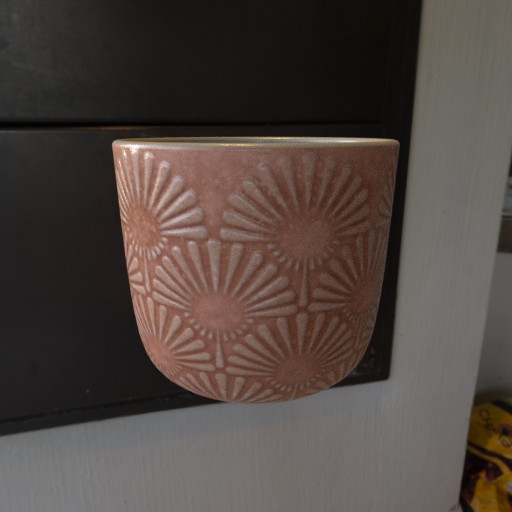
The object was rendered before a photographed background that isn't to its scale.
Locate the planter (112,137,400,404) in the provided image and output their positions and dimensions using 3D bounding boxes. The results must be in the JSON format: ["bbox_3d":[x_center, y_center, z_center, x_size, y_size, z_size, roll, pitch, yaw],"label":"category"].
[{"bbox_3d":[0.000,0.000,0.214,0.124,0.109,0.124,0,16,0],"label":"planter"}]
